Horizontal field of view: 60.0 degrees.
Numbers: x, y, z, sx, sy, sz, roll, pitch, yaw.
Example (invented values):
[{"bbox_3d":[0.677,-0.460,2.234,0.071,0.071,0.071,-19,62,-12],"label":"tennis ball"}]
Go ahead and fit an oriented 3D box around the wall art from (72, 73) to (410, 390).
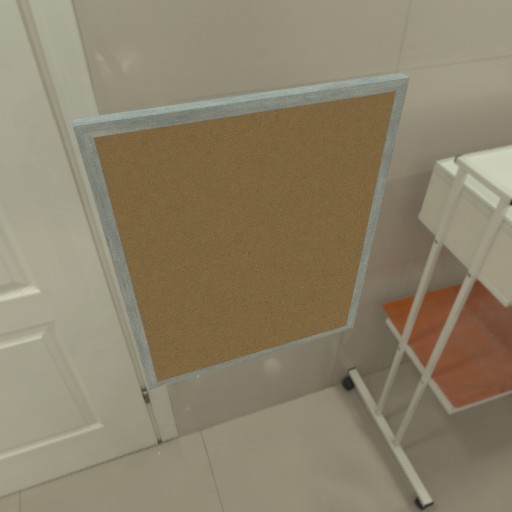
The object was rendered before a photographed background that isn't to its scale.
[{"bbox_3d":[0.000,0.000,0.798,0.479,0.582,0.022,-14,43,-15],"label":"wall art"}]
